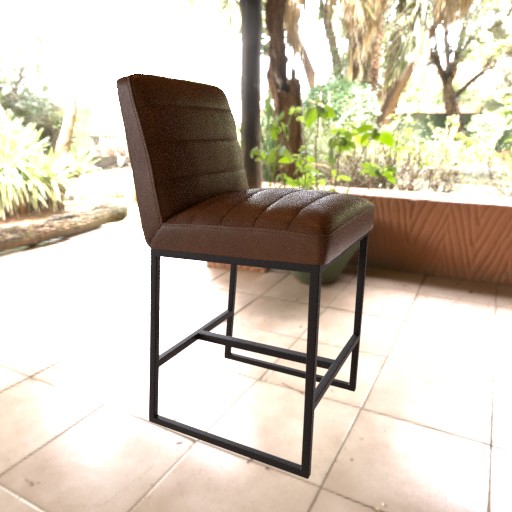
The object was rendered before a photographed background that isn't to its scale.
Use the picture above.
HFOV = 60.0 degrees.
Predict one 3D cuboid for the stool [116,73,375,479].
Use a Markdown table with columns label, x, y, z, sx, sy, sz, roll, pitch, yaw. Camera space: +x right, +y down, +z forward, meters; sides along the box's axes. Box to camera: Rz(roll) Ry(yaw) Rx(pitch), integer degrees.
| label | x | y | z | sx | sy | sz | roll | pitch | yaw |
| --- | --- | --- | --- | --- | --- | --- | --- | --- | --- |
| stool | 0.000 | 0.000 | 1.235 | 0.556 | 0.940 | 0.458 | 8 | 17 | 26 |
